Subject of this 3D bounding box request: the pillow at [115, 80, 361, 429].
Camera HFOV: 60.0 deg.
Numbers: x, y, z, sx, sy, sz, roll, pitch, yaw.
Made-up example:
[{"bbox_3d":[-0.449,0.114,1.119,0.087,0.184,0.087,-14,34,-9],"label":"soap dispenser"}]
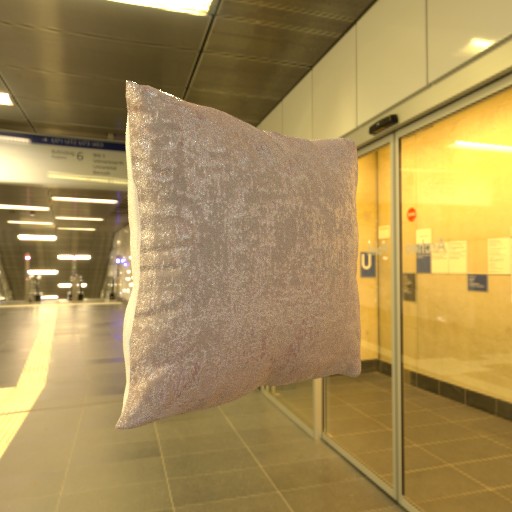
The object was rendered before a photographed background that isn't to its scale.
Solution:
[{"bbox_3d":[0.000,0.000,0.706,0.450,0.448,0.245,1,-2,-37],"label":"pillow"}]
